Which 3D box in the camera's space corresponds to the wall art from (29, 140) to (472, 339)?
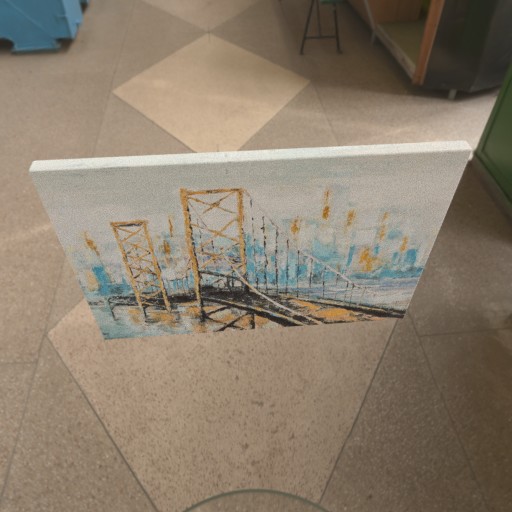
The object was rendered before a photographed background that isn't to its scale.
[{"bbox_3d":[0.000,0.000,1.139,0.913,0.609,0.038,-3,47,-3],"label":"wall art"}]
